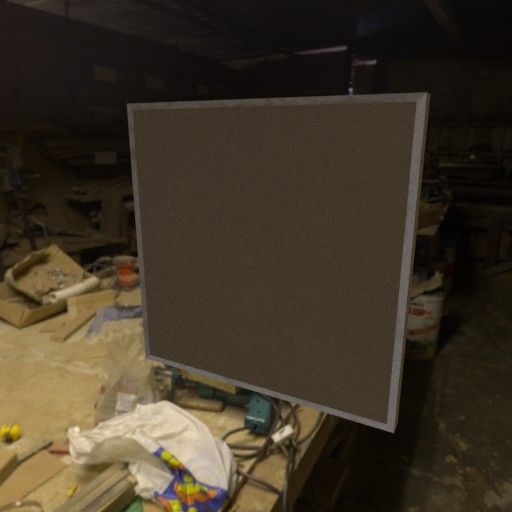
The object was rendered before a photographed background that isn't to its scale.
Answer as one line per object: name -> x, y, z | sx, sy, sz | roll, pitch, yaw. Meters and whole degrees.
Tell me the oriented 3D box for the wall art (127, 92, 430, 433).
wall art -> 0.000, 0.000, 0.758 | 0.508, 0.506, 0.029 | 8, 18, 27
